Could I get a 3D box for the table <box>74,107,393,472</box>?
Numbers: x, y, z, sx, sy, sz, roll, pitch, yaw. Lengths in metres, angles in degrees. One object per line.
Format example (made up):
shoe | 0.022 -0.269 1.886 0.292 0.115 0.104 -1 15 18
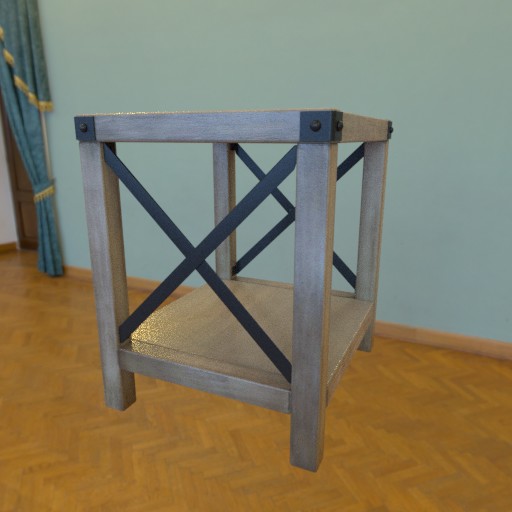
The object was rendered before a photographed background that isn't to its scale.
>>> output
table | 0.000 0.000 0.939 0.459 0.561 0.510 7 17 24
